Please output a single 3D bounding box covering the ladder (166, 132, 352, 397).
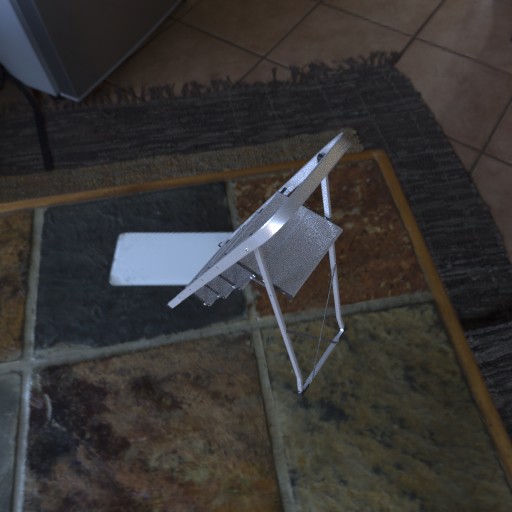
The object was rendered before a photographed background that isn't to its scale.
[{"bbox_3d":[0.000,0.000,1.711,0.830,1.290,0.465,33,67,16],"label":"ladder"}]
